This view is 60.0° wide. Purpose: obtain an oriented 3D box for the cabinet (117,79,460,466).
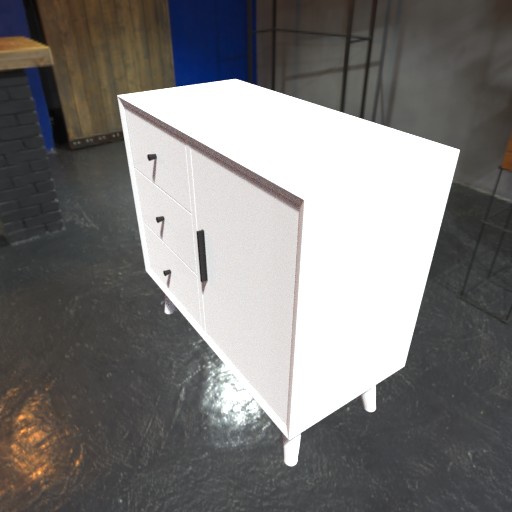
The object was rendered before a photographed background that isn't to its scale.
[{"bbox_3d":[0.000,0.000,1.235,0.398,0.761,0.800,-20,38,-29],"label":"cabinet"}]
